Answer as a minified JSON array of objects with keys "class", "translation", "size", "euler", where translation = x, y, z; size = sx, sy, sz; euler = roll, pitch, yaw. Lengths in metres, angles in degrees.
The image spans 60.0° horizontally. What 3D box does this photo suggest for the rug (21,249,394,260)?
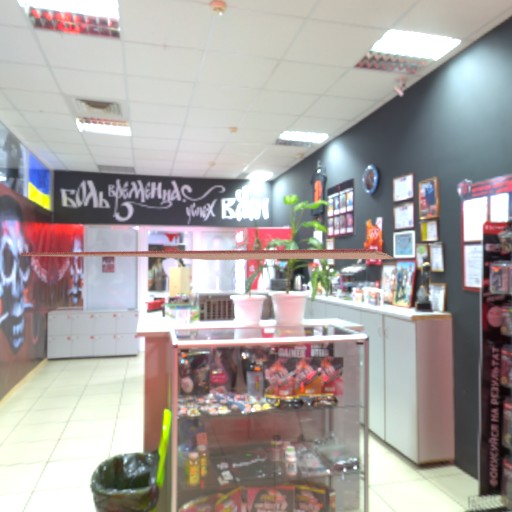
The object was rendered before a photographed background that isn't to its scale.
[{"class":"rug","translation":[0.000,0.000,4.240],"size":[2.434,0.045,3.202],"euler":[0,-1,19]}]
